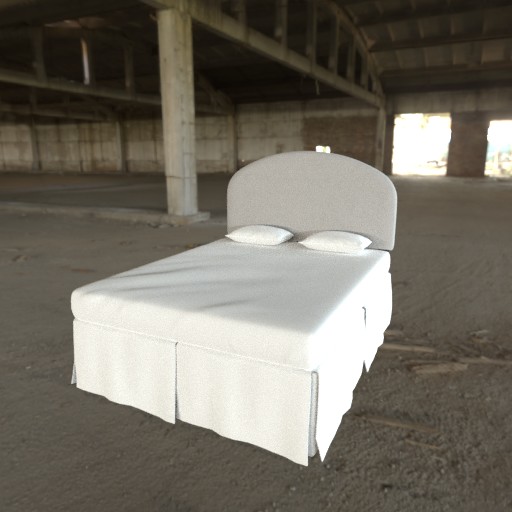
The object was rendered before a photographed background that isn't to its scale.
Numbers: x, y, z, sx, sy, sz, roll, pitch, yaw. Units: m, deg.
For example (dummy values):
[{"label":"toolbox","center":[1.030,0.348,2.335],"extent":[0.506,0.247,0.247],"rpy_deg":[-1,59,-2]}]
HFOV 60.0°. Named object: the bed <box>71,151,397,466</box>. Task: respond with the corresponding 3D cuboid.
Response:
[{"label":"bed","center":[0.000,0.000,3.044],"extent":[1.607,1.410,2.005],"rpy_deg":[6,15,25]}]
